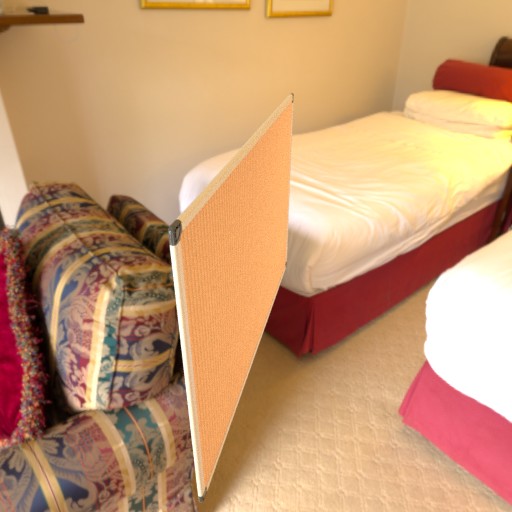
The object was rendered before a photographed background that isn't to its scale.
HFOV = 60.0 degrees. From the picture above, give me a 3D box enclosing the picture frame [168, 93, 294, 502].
[{"bbox_3d":[0.000,0.000,1.081,0.010,0.600,0.900,7,31,12],"label":"picture frame"}]
